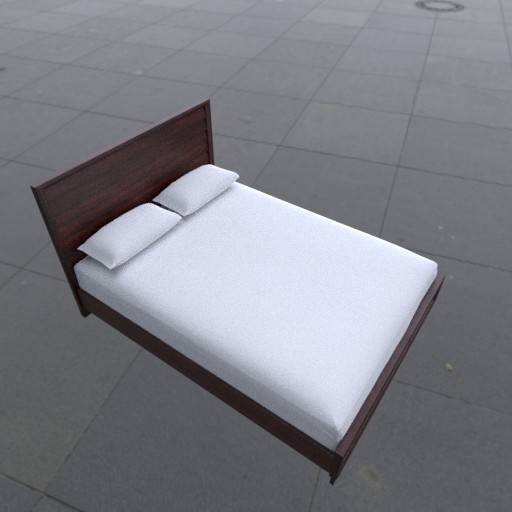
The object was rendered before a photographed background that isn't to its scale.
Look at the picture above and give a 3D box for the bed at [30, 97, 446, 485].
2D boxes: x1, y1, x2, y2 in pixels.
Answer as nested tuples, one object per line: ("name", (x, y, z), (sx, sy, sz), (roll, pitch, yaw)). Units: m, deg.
("bed", (0.000, 0.000, 3.859), (2.803, 1.492, 2.040), (25, 48, 26))
